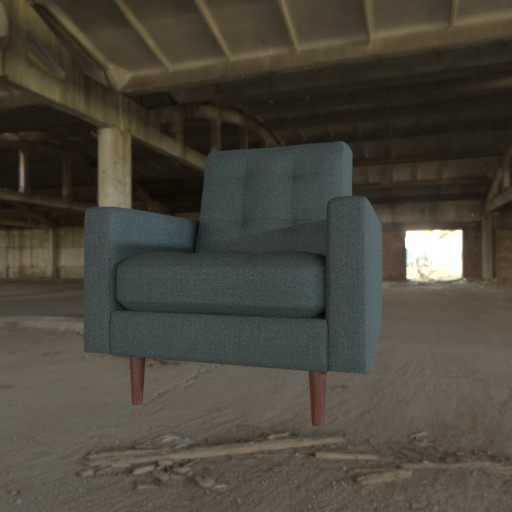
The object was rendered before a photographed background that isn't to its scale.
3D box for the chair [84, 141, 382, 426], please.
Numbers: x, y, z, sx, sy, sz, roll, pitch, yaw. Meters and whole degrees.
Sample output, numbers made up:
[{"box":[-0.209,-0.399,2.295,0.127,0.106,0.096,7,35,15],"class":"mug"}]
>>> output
[{"box":[0.000,0.000,1.544,0.821,0.880,0.843,0,0,18],"class":"chair"}]
